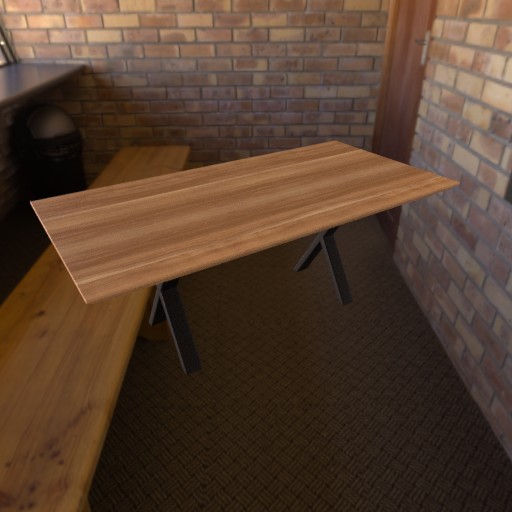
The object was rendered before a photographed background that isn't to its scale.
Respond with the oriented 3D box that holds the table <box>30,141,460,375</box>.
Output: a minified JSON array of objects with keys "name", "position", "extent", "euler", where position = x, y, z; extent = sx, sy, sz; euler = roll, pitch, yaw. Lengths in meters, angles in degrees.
[{"name":"table","position":[0.000,0.000,2.486],"extent":[2.000,0.770,1.000],"euler":[-18,35,-29]}]
